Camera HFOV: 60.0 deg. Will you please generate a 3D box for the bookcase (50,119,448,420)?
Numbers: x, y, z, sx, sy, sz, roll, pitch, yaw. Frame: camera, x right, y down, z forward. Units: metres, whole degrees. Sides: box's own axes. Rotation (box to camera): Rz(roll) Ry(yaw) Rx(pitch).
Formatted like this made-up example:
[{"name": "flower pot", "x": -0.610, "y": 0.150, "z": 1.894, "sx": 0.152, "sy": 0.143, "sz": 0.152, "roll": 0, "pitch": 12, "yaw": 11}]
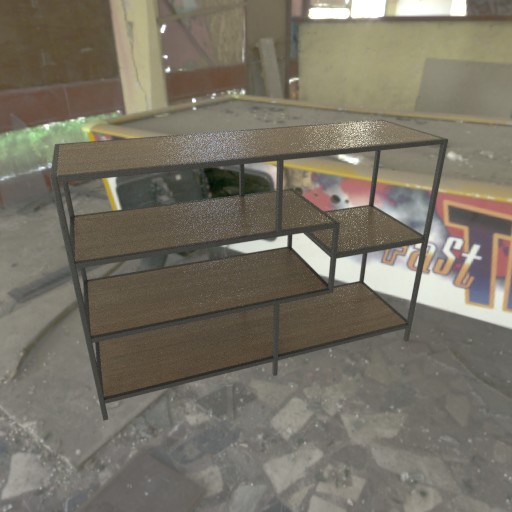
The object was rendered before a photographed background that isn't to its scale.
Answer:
[{"name": "bookcase", "x": 0.000, "y": 0.000, "z": 1.519, "sx": 1.140, "sy": 0.780, "sz": 0.350, "roll": -10, "pitch": 29, "yaw": -18}]
